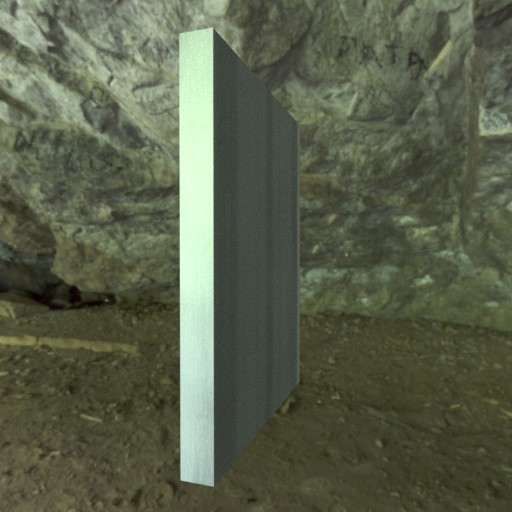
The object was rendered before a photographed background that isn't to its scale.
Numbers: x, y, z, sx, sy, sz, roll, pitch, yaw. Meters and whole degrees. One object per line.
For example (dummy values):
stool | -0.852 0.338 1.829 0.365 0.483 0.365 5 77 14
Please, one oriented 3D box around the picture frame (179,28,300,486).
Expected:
picture frame | 0.000 0.000 0.756 0.046 0.555 0.449 0 1 19
